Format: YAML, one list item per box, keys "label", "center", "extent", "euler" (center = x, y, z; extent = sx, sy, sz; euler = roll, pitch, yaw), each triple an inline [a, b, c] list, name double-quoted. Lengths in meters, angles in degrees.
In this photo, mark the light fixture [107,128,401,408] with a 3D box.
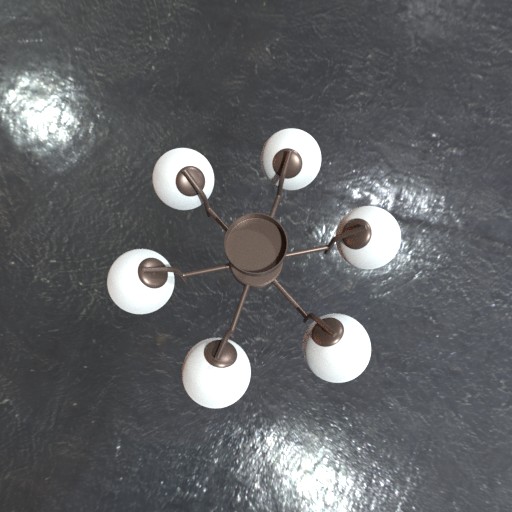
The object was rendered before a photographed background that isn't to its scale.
- label: "light fixture"
  center: [0.000, 0.000, 0.969]
  extent: [0.662, 0.201, 0.662]
  euler: [0, 75, 0]
